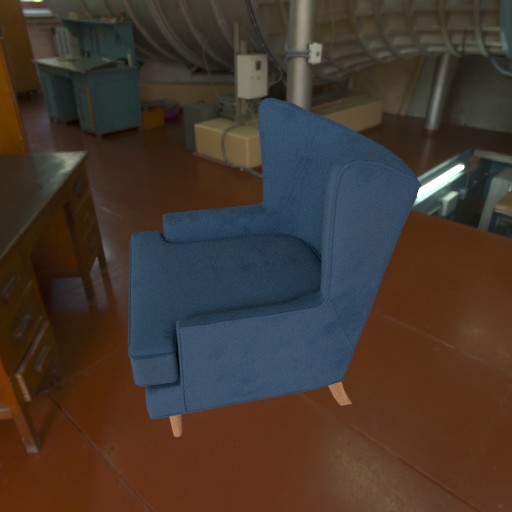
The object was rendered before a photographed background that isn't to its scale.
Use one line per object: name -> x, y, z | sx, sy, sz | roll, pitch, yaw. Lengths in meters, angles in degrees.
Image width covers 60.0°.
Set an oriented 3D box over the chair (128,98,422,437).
chair -> 0.000, 0.000, 1.609 | 0.910, 0.952, 0.793 | -7, 31, -11
